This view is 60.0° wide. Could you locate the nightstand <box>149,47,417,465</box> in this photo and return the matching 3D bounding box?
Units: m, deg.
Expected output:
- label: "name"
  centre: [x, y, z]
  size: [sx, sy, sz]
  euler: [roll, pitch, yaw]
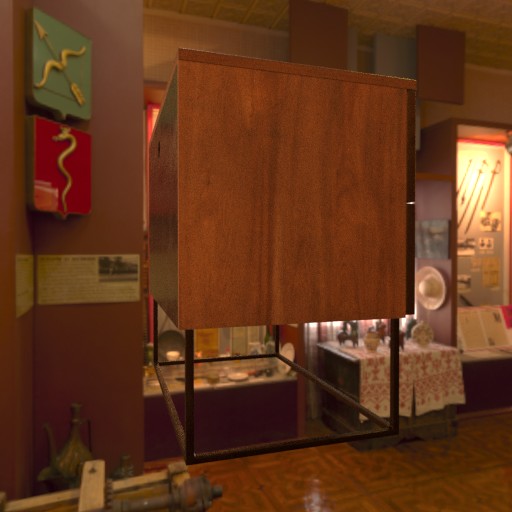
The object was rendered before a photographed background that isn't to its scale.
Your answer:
- label: "nightstand"
  centre: [0.000, 0.000, 0.995]
  size: [0.427, 0.611, 0.605]
  euler: [0, 1, -18]
